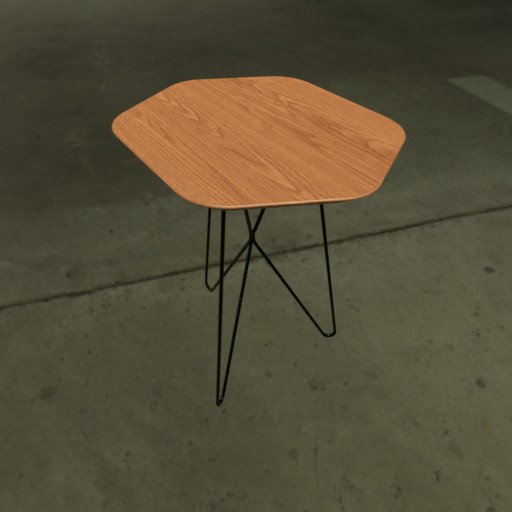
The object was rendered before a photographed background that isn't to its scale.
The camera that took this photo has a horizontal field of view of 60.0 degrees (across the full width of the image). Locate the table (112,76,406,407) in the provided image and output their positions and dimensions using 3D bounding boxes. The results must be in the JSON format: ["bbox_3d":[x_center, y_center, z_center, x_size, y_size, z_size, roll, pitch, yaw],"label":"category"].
[{"bbox_3d":[0.000,0.000,0.906,0.400,0.562,0.500,-25,46,-26],"label":"table"}]
